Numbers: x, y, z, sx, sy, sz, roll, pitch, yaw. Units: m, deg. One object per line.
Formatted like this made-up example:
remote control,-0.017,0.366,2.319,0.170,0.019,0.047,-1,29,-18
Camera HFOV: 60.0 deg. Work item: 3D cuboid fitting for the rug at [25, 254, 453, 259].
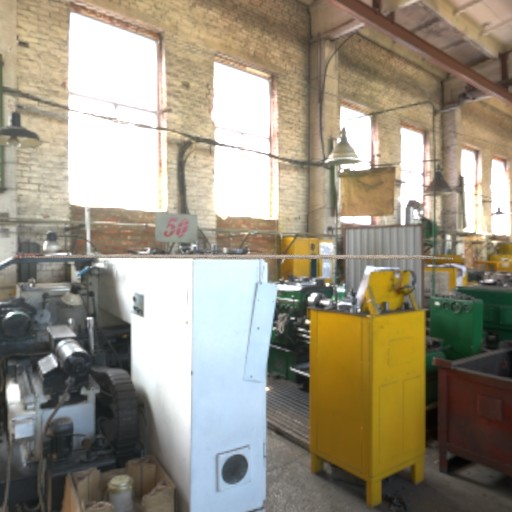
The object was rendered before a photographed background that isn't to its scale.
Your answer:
rug,0.000,0.000,4.311,3.205,0.015,2.437,0,1,16
